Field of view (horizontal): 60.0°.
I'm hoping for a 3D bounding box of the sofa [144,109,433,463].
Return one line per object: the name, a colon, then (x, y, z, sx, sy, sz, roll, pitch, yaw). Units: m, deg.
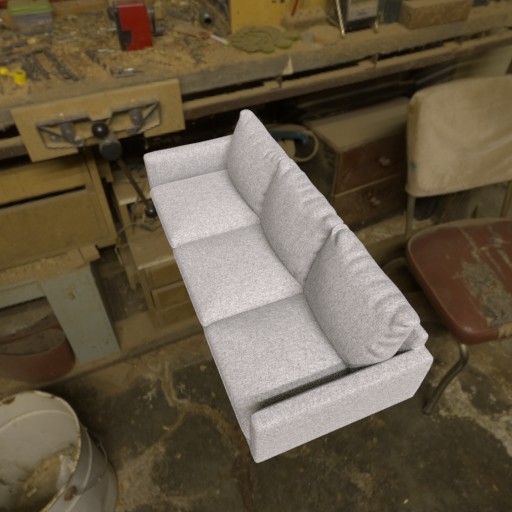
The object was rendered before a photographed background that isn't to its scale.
sofa: (0.000, 0.000, 2.538, 0.850, 0.830, 2.000, -17, 49, -15)
